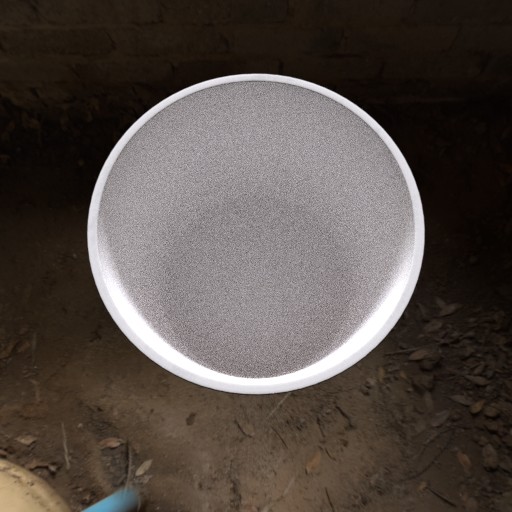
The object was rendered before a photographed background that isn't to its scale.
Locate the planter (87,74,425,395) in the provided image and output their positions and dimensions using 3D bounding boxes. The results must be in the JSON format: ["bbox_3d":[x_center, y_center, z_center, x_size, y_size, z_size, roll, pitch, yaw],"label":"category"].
[{"bbox_3d":[0.000,0.000,0.440,0.254,0.221,0.254,0,75,0],"label":"planter"}]
